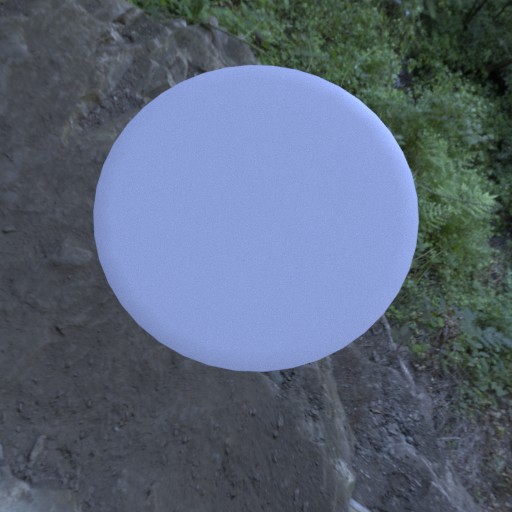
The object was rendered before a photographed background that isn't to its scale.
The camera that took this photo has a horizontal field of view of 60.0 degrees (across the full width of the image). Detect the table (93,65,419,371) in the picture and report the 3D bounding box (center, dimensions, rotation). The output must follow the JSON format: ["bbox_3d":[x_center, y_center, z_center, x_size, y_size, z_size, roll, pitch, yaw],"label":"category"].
[{"bbox_3d":[0.000,0.000,1.016,0.513,0.653,0.513,0,75,0],"label":"table"}]
